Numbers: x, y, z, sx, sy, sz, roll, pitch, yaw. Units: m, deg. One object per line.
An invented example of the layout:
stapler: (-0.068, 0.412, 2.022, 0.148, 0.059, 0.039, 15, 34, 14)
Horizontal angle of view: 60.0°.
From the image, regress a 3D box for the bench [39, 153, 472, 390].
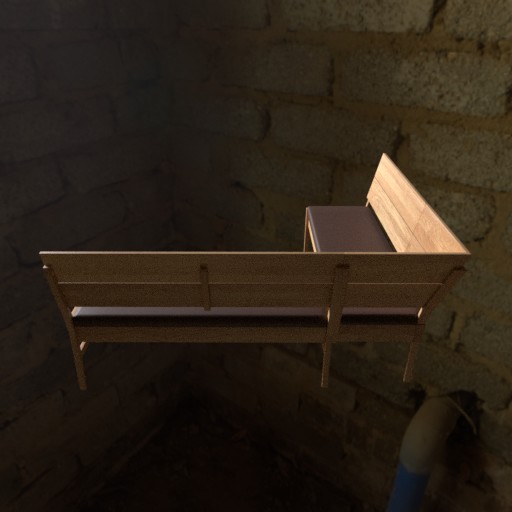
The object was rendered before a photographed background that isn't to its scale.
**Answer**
bench: (0.000, 0.000, 2.871, 1.975, 0.890, 1.549, 0, 30, -1)
